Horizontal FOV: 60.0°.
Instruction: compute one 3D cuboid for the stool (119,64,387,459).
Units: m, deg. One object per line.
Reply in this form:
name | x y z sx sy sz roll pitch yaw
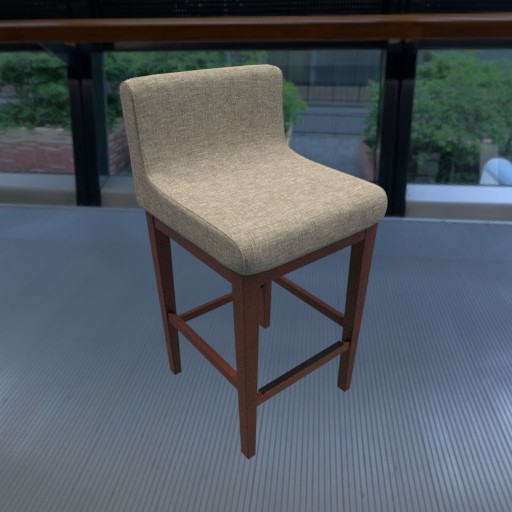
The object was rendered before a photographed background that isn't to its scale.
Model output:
stool | 0.000 0.000 1.114 0.417 0.835 0.459 -22 36 -33
